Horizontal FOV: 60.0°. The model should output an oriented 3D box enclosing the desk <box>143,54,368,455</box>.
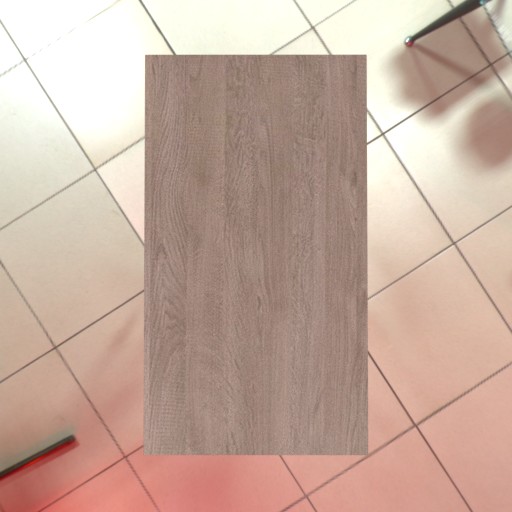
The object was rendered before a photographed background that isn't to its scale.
[{"bbox_3d":[0.000,0.000,1.349,0.498,0.724,0.893,0,89,0],"label":"desk"}]
